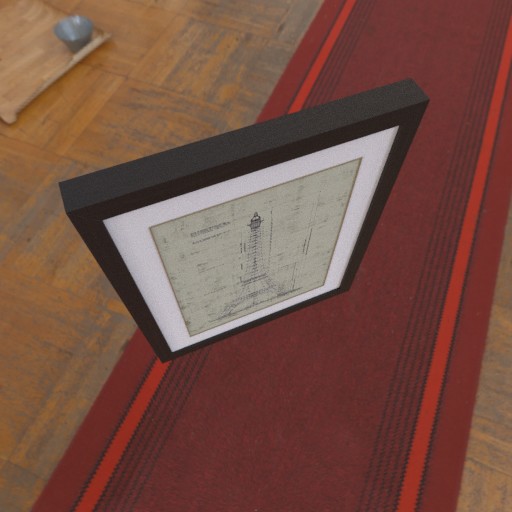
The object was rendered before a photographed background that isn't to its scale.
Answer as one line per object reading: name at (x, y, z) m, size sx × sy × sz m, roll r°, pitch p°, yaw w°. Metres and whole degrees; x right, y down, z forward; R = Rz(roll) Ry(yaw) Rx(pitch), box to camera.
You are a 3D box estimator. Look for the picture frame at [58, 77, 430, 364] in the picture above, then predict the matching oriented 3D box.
picture frame at (0.000, 0.000, 0.761) m, size 0.452 × 0.555 × 0.044 m, roll -20°, pitch 62°, yaw -11°
